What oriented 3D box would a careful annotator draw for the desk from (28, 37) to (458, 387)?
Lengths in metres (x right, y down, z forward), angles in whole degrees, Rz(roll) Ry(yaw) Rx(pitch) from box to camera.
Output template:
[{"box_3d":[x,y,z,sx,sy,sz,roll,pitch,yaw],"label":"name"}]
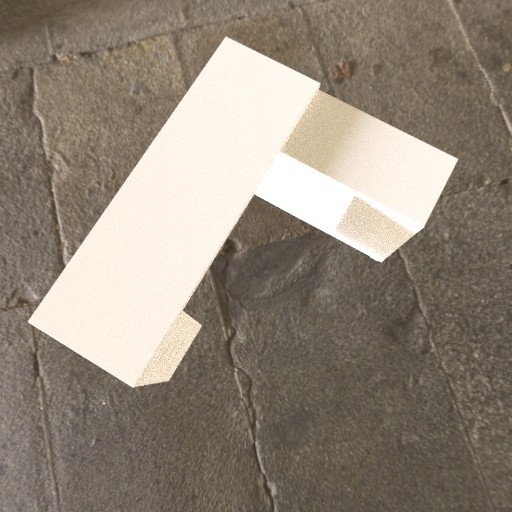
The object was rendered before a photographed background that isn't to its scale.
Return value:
[{"box_3d":[0.000,0.000,2.203,1.199,0.759,1.524,29,78,7],"label":"desk"}]
